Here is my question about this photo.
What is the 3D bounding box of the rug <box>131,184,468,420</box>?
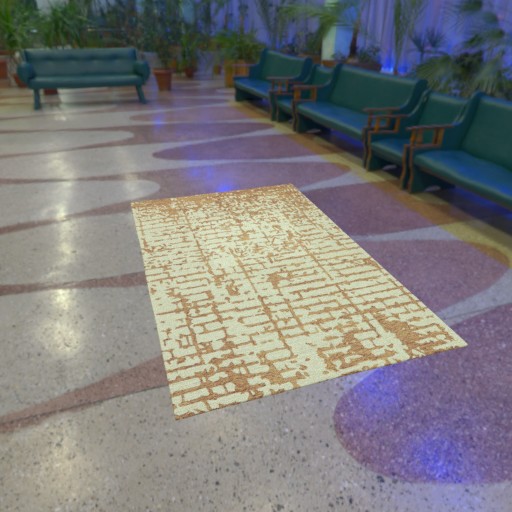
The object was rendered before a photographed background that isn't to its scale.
[{"bbox_3d":[0.000,0.000,3.087,1.517,0.011,2.435,-9,31,-16],"label":"rug"}]
